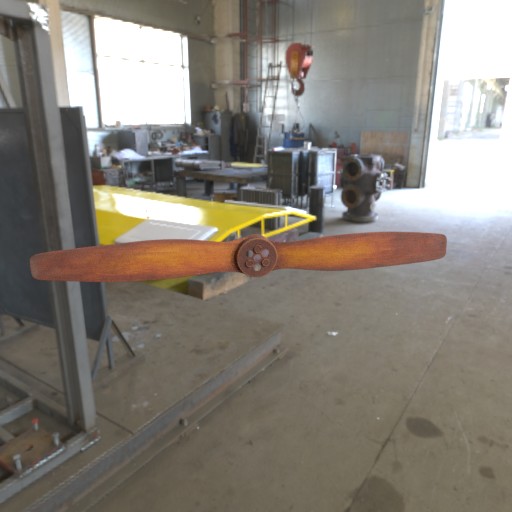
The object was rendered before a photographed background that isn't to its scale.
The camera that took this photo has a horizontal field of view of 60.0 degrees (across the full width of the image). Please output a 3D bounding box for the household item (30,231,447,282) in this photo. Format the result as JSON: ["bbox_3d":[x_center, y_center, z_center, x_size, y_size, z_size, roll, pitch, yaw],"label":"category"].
[{"bbox_3d":[0.000,0.000,1.245,1.181,0.121,0.051,-3,17,-10],"label":"household item"}]
